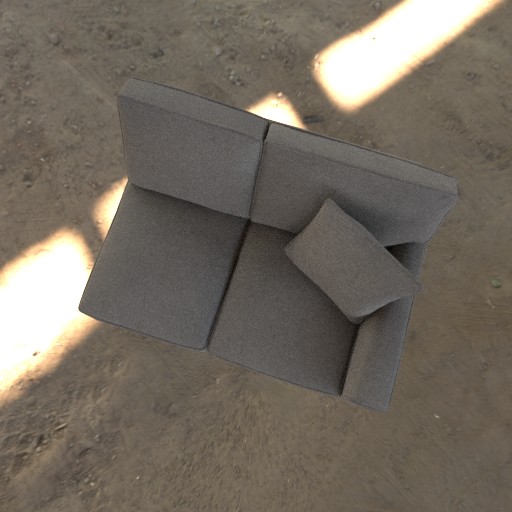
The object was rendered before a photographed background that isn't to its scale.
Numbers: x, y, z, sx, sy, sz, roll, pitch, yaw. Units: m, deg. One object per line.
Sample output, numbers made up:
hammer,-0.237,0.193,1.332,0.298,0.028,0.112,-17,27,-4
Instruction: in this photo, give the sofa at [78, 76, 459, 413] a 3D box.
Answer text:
sofa,0.000,0.000,2.017,1.388,0.989,0.991,18,76,4
